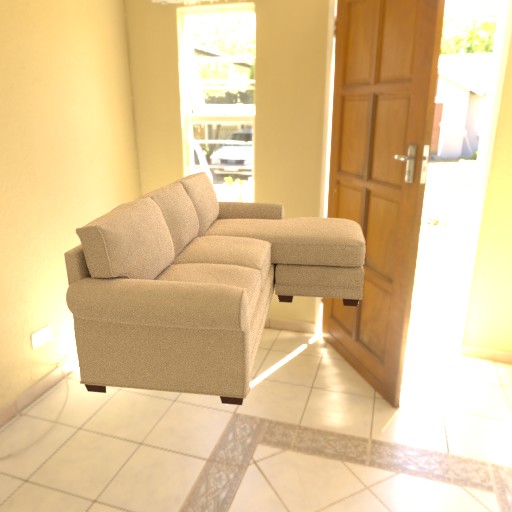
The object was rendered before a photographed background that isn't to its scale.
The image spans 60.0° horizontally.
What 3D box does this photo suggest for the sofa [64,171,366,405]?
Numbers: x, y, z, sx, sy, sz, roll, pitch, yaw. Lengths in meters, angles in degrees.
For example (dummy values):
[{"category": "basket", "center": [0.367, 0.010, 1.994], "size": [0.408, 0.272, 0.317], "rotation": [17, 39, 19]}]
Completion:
[{"category": "sofa", "center": [0.000, 0.000, 2.396], "size": [1.226, 0.734, 1.770], "rotation": [3, 18, 8]}]
